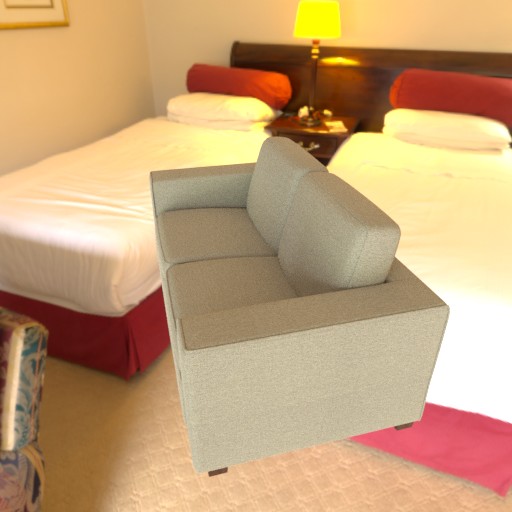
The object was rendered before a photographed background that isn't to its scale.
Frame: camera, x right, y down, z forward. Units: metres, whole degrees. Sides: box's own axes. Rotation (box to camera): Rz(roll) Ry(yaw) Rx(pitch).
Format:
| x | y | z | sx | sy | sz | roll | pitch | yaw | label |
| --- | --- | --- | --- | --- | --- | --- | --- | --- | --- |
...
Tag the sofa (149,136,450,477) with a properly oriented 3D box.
| x | y | z | sx | sy | sz | roll | pitch | yaw | label |
| --- | --- | --- | --- | --- | --- | --- | --- | --- | --- |
| 0.000 | 0.000 | 2.377 | 1.007 | 0.924 | 1.812 | -8 | 31 | -13 | sofa |
